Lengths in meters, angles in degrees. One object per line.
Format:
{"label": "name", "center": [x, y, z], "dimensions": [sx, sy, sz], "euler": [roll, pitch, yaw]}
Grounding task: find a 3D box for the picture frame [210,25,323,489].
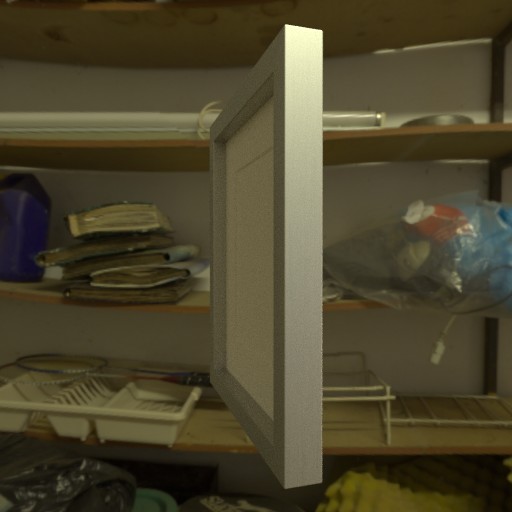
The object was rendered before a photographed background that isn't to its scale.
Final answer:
{"label": "picture frame", "center": [0.000, 0.000, 0.385], "dimensions": [0.036, 0.282, 0.233], "euler": [0, 1, -17]}
